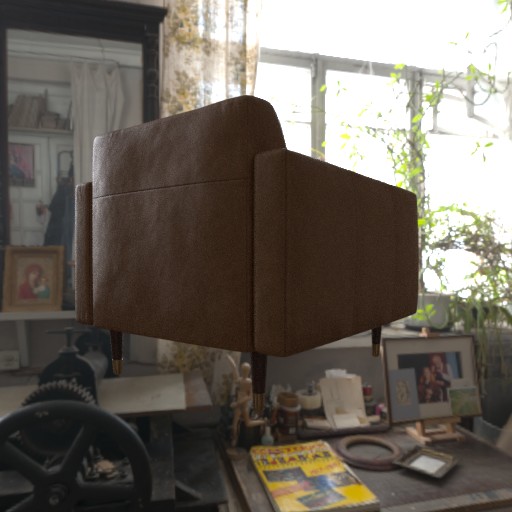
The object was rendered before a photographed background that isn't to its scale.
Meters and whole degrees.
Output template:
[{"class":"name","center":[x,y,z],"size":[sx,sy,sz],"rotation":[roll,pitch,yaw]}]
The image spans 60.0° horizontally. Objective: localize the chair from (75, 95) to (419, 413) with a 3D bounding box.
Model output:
[{"class":"chair","center":[0.000,0.000,1.665],"size":[0.953,0.819,0.998],"rotation":[0,0,37]}]
